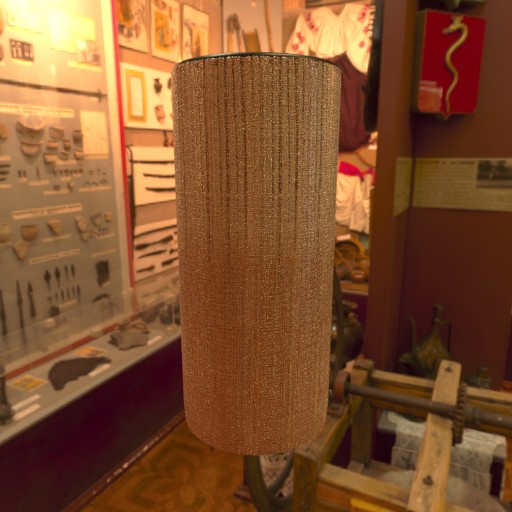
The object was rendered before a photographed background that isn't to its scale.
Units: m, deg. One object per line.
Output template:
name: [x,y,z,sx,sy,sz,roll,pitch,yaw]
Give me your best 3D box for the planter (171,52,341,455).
planter: [0.000,0.000,0.289,0.100,0.227,0.100,7,15,27]
